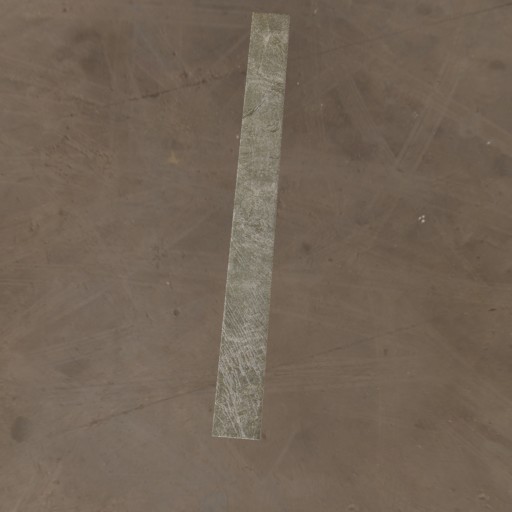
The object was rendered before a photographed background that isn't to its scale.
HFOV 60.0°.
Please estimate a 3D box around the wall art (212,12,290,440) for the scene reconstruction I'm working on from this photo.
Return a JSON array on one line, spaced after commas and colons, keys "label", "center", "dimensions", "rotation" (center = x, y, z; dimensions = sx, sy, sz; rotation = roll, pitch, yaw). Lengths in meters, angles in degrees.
[{"label": "wall art", "center": [0.000, 0.000, 0.597], "dimensions": [0.038, 0.407, 0.405], "rotation": [4, 75, 1]}]
